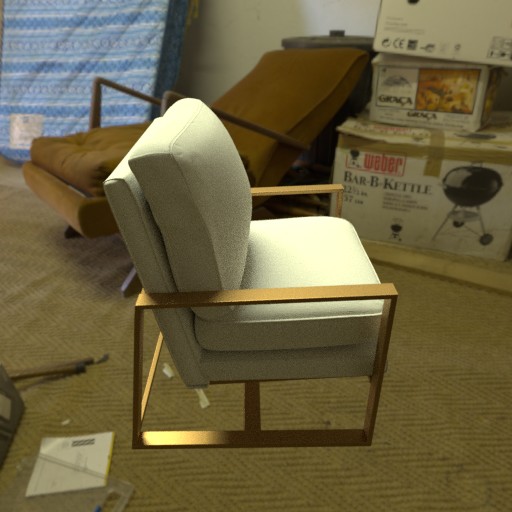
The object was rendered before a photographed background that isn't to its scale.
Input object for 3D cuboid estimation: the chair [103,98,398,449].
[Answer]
[{"bbox_3d":[0.000,0.000,1.537,0.813,0.966,0.805,-1,30,-1],"label":"chair"}]
